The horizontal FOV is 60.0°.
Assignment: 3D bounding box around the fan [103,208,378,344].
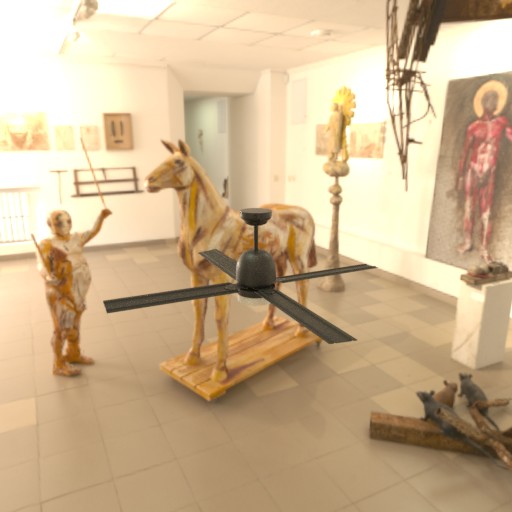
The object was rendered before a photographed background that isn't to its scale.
[{"bbox_3d":[0.000,0.000,1.981,1.319,0.410,1.319,-8,17,-26],"label":"fan"}]
